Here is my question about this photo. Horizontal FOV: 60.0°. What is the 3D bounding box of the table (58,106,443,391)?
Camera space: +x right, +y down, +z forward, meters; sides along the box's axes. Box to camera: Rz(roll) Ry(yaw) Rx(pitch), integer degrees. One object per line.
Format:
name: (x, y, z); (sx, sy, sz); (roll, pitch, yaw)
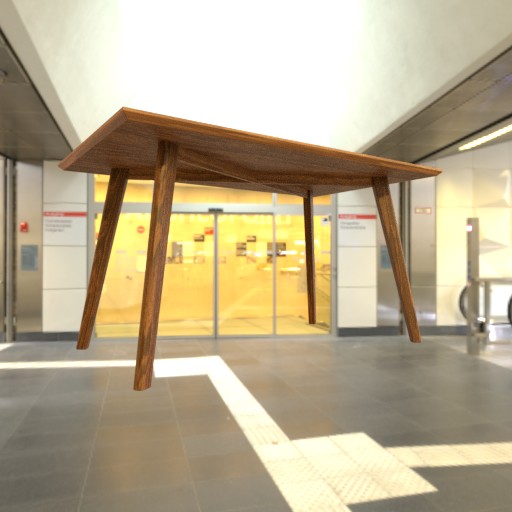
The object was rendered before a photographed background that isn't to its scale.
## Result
table: (0.000, 0.000, 1.800); (1.349, 0.724, 0.801); (0, -1, -35)
